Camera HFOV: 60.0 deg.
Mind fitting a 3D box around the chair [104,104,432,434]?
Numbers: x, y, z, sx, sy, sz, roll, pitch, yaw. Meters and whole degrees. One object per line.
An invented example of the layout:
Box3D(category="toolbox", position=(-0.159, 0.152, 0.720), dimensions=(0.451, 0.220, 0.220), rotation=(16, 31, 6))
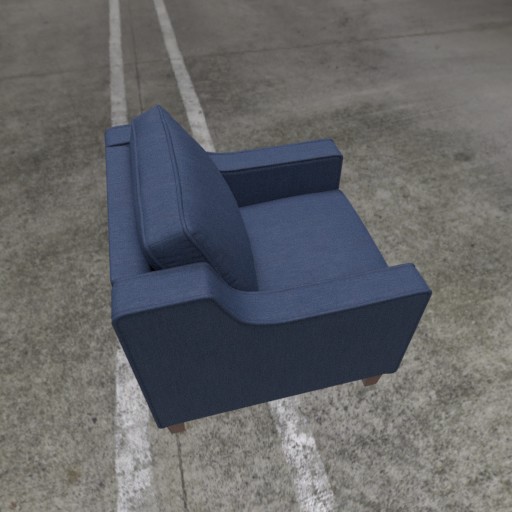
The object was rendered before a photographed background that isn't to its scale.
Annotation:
Box3D(category="chair", position=(0.000, 0.000, 1.621), dimensions=(0.909, 0.960, 0.831), rotation=(-11, 48, -9))
